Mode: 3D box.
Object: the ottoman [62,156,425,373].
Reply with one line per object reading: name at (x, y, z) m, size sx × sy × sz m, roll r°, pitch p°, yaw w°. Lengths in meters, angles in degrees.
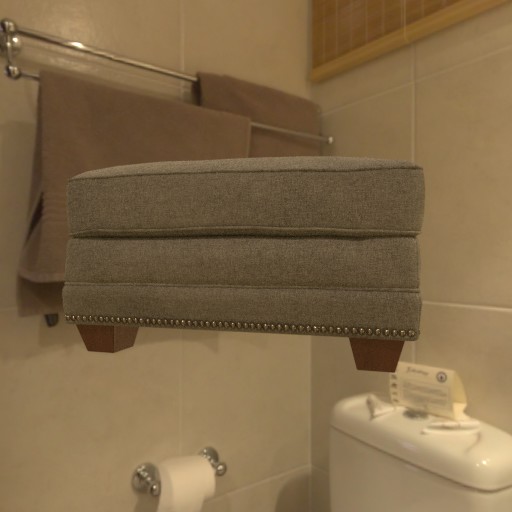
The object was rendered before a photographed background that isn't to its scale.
ottoman at (0.000, 0.000, 1.173) m, size 0.813 × 0.457 × 0.561 m, roll 0°, pitch 0°, yaw 17°
